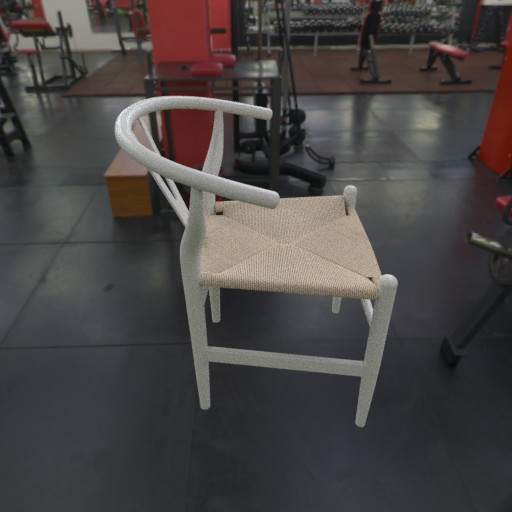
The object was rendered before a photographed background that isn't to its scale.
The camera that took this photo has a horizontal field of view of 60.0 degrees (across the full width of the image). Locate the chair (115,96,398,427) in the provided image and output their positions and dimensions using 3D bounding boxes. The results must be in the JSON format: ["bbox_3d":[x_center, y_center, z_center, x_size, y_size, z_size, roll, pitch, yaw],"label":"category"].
[{"bbox_3d":[0.000,0.000,1.132,0.579,0.730,0.569,0,33,0],"label":"chair"}]
